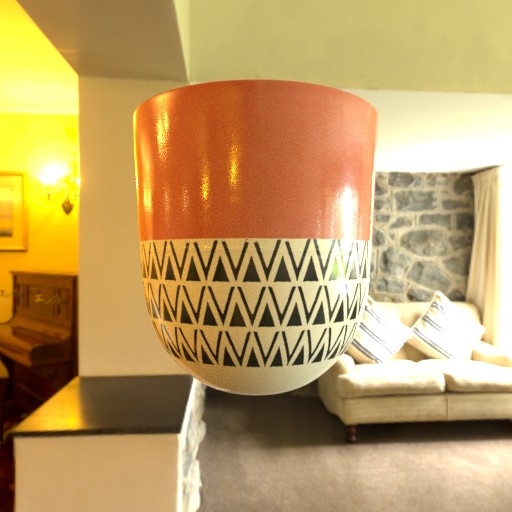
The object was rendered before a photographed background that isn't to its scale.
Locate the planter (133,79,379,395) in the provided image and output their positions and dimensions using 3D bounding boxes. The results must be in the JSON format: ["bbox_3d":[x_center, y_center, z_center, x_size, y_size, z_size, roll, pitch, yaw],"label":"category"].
[{"bbox_3d":[0.000,0.000,0.365,0.195,0.214,0.195,0,0,0],"label":"planter"}]
